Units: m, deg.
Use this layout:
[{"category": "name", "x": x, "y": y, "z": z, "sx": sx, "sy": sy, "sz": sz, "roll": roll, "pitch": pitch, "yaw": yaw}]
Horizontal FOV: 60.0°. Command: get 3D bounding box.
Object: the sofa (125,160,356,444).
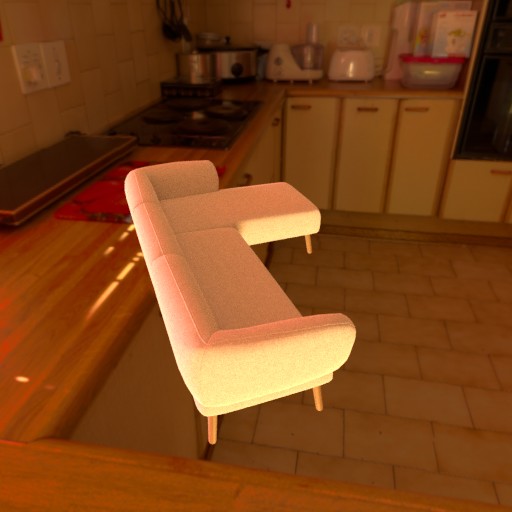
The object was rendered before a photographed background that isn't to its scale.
[{"category": "sofa", "x": 0.000, "y": 0.000, "z": 3.281, "sx": 1.610, "sy": 0.730, "sz": 2.660, "roll": -10, "pitch": 31, "yaw": -18}]
